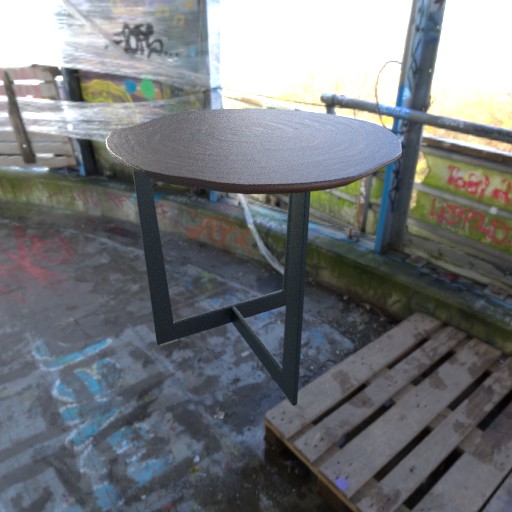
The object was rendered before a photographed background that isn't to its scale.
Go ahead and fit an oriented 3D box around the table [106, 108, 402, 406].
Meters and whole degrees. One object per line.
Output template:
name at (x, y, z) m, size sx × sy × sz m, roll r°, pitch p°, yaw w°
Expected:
table at (0.000, 0.000, 0.878) m, size 0.477 × 0.476 × 0.494 m, roll -21°, pitch 35°, yaw -32°
